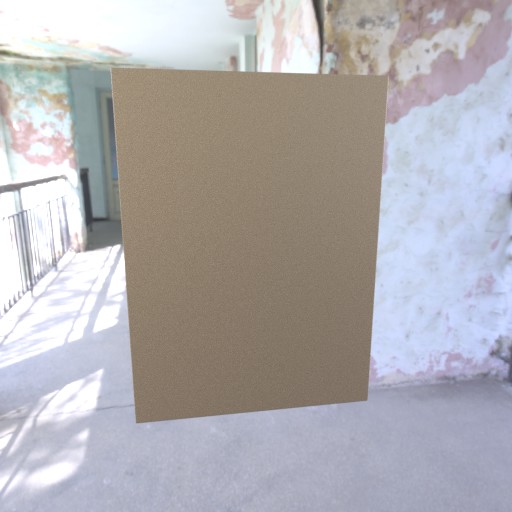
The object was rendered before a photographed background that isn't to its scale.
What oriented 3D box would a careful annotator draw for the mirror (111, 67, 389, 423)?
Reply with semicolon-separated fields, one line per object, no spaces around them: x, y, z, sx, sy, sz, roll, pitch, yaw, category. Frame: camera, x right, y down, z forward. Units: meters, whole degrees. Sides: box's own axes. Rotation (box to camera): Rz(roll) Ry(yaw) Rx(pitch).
0.000;0.000;1.323;0.756;1.023;0.032;-2;14;-10;mirror
